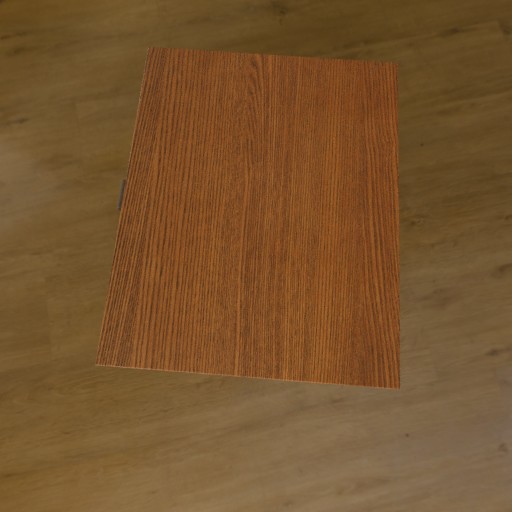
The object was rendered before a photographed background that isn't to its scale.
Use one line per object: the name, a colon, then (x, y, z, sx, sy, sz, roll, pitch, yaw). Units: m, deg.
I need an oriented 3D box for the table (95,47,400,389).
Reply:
table: (0.000, 0.000, 0.916, 0.400, 0.610, 0.482, 4, 75, 1)
